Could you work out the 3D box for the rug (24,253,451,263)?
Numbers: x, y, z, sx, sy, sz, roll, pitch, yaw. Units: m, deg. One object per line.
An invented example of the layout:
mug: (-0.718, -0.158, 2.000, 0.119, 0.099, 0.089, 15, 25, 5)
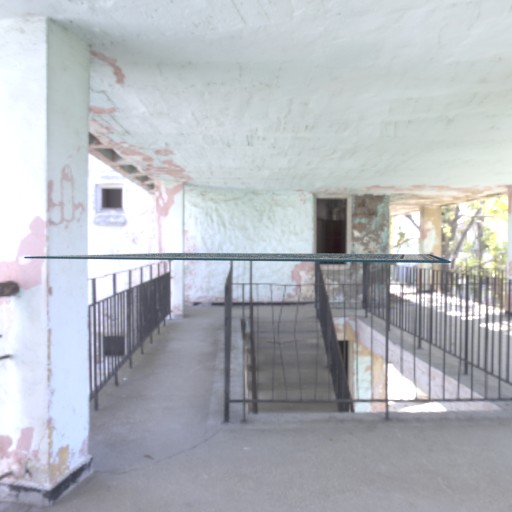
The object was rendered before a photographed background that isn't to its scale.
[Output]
rug: (0.000, 0.000, 3.994, 3.044, 0.015, 2.226, 0, 1, 19)
